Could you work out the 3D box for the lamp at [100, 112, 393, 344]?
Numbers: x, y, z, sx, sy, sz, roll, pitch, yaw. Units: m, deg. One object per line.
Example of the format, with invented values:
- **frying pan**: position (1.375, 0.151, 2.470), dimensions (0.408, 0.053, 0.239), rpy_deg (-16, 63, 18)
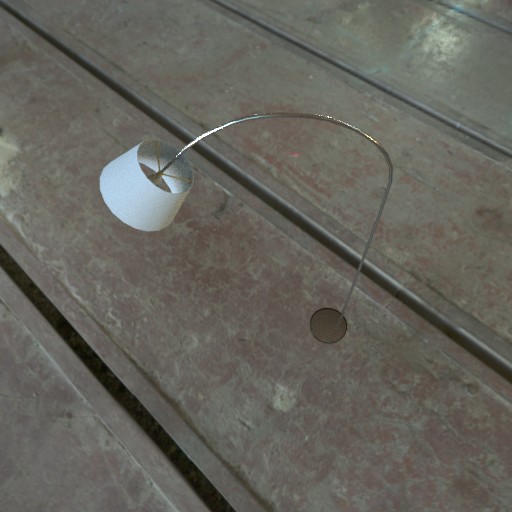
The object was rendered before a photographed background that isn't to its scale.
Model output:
- **lamp**: position (0.000, 0.000, 2.654), dimensions (1.445, 2.098, 0.406), rpy_deg (-1, 57, -1)
